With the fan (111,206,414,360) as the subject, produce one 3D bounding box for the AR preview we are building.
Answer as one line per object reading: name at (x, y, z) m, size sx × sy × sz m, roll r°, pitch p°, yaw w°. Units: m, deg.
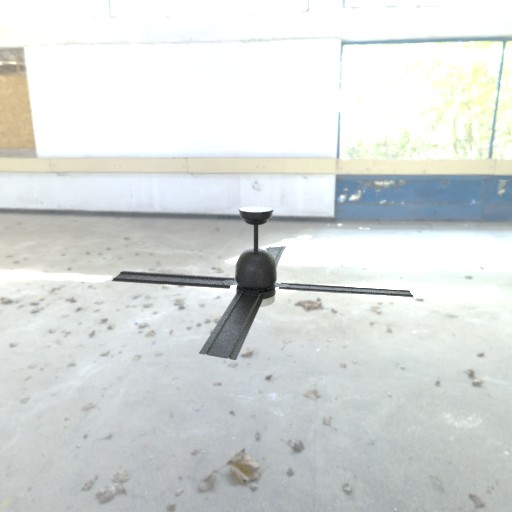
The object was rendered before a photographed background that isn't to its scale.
fan at (0.000, 0.000, 1.921) m, size 1.319 × 0.410 × 1.319 m, roll 2°, pitch 16°, yaw 8°
